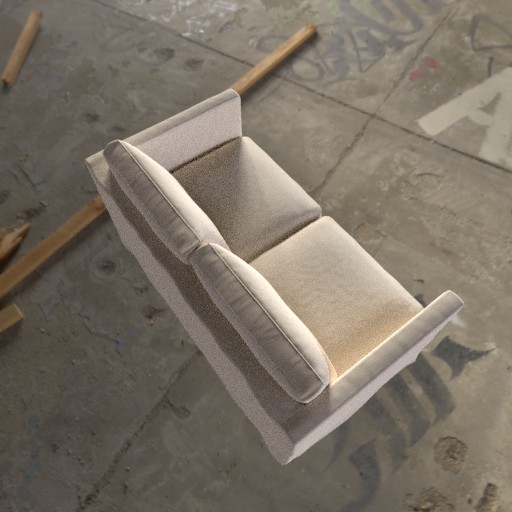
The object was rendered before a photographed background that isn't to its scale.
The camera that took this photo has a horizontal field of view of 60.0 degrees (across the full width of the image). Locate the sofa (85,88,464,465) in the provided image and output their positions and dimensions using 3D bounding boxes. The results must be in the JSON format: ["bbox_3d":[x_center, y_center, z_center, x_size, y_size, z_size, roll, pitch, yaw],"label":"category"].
[{"bbox_3d":[0.000,0.000,2.314,0.962,0.834,1.746,-33,64,-18],"label":"sofa"}]
